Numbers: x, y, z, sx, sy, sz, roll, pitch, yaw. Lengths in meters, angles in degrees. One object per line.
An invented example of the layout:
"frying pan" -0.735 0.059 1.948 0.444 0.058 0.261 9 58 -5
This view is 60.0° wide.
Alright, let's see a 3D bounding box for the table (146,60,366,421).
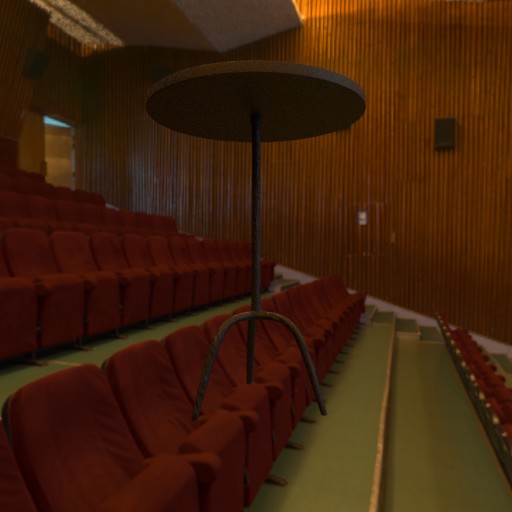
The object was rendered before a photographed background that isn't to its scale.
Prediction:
"table" 0.000 0.000 1.043 0.502 0.700 0.502 0 0 18
